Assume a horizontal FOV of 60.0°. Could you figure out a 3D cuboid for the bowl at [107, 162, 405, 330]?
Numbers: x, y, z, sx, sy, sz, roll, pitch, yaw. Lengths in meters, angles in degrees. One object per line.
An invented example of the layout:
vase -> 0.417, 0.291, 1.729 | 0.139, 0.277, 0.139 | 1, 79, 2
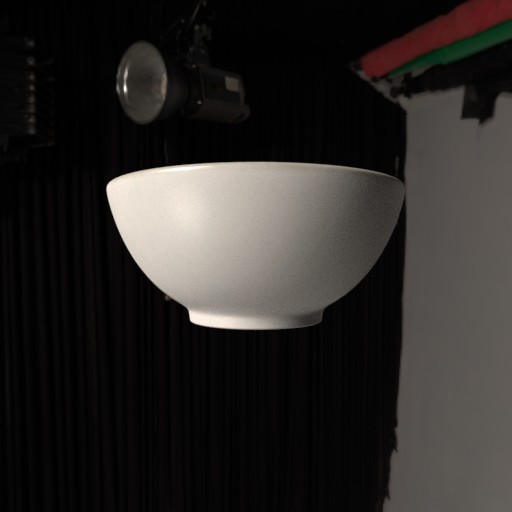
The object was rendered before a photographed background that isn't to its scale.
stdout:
bowl -> 0.000, 0.000, 0.419 | 0.268, 0.121, 0.268 | 0, 0, 0
